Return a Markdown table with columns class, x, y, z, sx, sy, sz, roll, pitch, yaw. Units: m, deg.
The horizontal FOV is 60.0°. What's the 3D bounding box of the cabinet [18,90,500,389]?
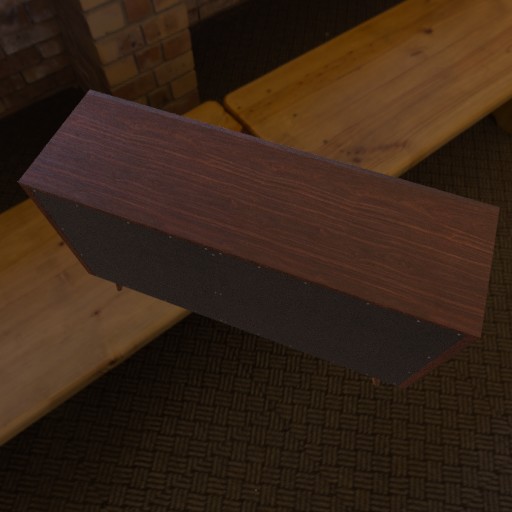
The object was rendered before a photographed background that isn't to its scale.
| class | x | y | z | sx | sy | sz | roll | pitch | yaw |
| --- | --- | --- | --- | --- | --- | --- | --- | --- | --- |
| cabinet | 0.000 | 0.000 | 1.933 | 1.575 | 0.940 | 0.505 | 18 | 64 | 10 |
